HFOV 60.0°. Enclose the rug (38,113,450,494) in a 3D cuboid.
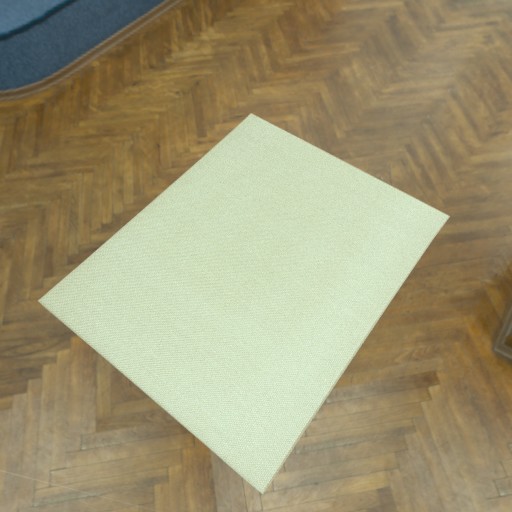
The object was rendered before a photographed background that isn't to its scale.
[{"bbox_3d":[0.000,0.000,4.089,2.462,0.018,3.039,33,63,19],"label":"rug"}]
